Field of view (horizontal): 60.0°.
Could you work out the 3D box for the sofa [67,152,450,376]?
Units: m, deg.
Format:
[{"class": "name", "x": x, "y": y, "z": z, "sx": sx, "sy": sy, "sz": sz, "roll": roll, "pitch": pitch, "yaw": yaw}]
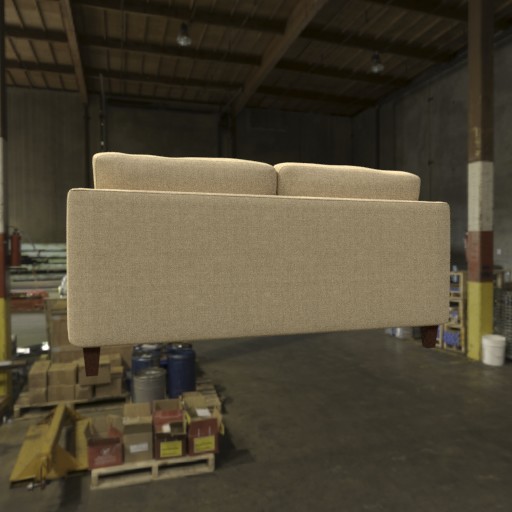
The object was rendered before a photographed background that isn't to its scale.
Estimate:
[{"class": "sofa", "x": 0.000, "y": 0.000, "z": 2.481, "sx": 1.884, "sy": 0.963, "sz": 0.950, "roll": 0, "pitch": 1, "yaw": -18}]
